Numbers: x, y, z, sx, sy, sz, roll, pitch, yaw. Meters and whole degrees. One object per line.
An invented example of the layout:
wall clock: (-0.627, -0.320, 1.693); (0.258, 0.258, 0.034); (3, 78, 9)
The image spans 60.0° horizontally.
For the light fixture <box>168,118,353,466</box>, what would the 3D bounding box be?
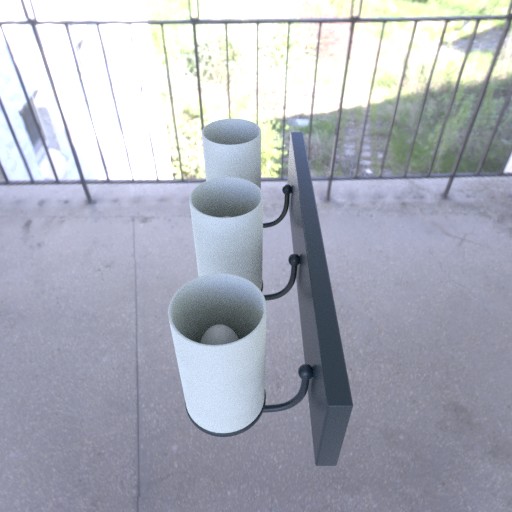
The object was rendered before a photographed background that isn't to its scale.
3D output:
light fixture: (0.000, 0.000, 0.534); (0.145, 0.172, 0.451); (0, 42, 0)
